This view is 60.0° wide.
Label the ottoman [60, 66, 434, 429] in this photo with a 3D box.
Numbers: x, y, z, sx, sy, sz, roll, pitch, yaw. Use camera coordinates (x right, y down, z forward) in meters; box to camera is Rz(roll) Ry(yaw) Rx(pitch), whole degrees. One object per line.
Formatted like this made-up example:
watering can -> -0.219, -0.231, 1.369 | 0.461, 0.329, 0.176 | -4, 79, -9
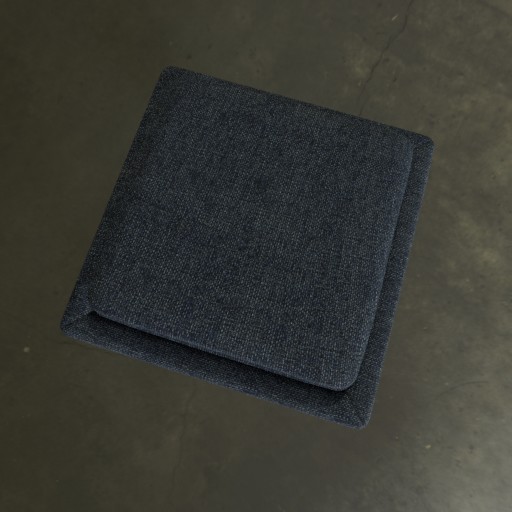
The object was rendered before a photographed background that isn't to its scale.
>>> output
ottoman -> 0.000, 0.000, 0.815 | 0.450, 0.460, 0.450 | 17, 78, 4
